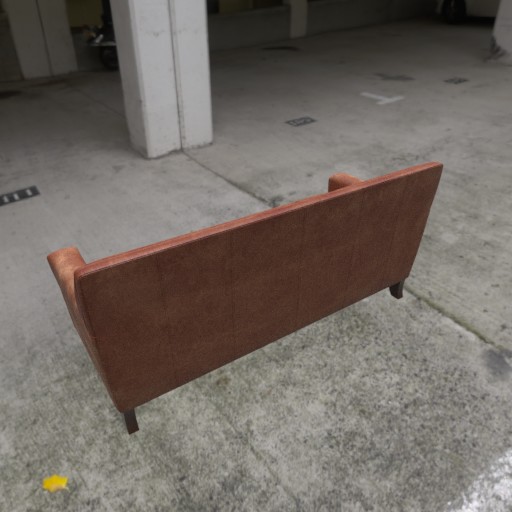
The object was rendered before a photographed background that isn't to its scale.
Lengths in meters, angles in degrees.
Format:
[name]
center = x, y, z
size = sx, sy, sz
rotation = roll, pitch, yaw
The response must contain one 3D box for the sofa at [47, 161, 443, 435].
[sofa]
center = 0.000, 0.000, 2.534
size = 2.053, 0.947, 0.805
rotation = -19, 36, -29
